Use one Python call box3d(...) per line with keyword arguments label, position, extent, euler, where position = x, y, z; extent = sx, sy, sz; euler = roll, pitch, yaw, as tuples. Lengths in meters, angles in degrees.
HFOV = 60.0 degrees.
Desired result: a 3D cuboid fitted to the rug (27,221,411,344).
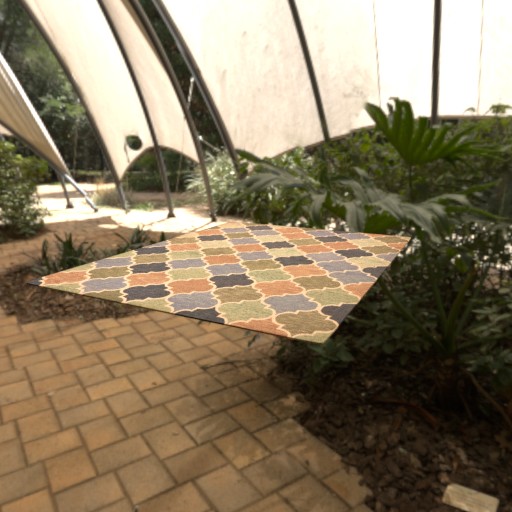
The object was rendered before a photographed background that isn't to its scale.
box3d(label="rug", position=(0.000, 0.000, 4.317), extent=(2.439, 0.013, 3.200), euler=(7, 16, 26))
